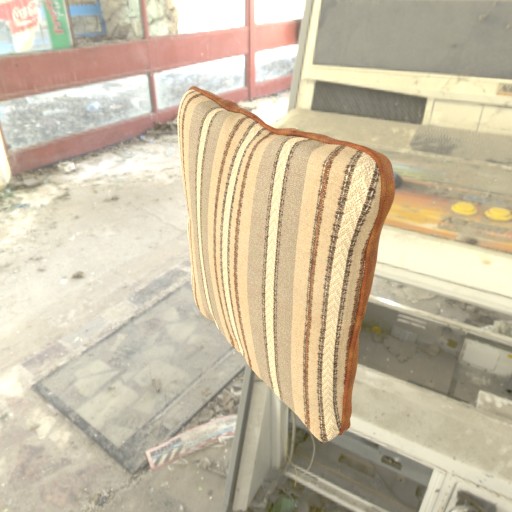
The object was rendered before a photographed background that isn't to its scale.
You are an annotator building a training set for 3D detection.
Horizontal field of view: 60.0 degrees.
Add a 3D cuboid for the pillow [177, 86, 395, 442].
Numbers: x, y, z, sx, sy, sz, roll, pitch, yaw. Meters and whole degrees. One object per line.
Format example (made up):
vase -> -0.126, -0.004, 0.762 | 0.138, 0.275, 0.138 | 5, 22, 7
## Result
pillow -> 0.000, 0.000, 0.762 | 0.130, 0.490, 0.489 | -19, 37, -28
